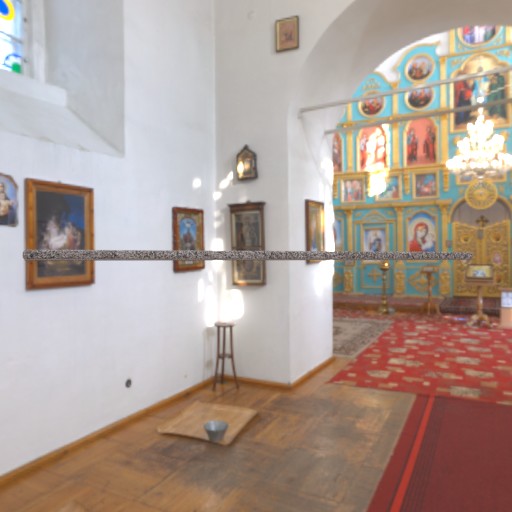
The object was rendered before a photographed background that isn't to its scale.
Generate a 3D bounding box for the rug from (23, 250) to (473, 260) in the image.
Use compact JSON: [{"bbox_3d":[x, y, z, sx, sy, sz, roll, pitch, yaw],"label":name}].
[{"bbox_3d":[0.000,0.000,1.717,1.524,0.030,0.609,0,0,-18],"label":"rug"}]
